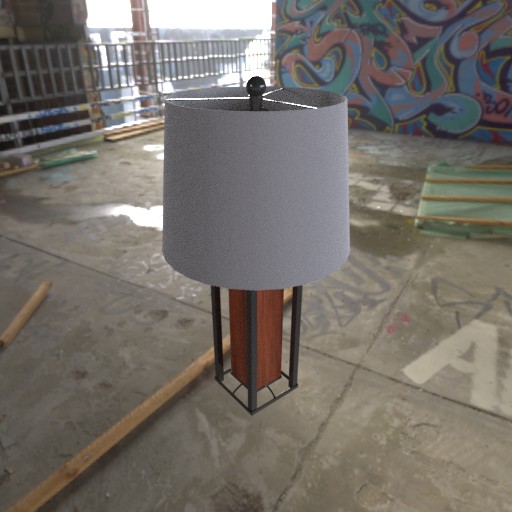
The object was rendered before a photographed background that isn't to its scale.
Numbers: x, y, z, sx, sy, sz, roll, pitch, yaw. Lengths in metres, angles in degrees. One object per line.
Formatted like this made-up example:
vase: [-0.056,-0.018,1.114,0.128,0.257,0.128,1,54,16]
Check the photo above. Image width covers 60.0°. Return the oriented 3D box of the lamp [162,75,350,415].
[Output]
lamp: [0.000,0.000,0.779,0.320,0.591,0.320,0,27,0]
